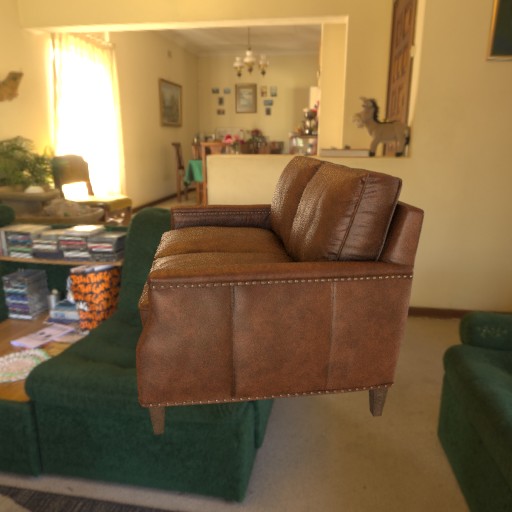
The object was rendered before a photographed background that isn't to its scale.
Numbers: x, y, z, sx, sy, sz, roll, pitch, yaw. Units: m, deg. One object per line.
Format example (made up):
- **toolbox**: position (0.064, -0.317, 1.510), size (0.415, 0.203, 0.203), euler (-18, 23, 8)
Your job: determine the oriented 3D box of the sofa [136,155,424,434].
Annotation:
- **sofa**: position (0.000, 0.000, 2.360), size (1.083, 1.003, 1.628), euler (-2, 15, -7)
